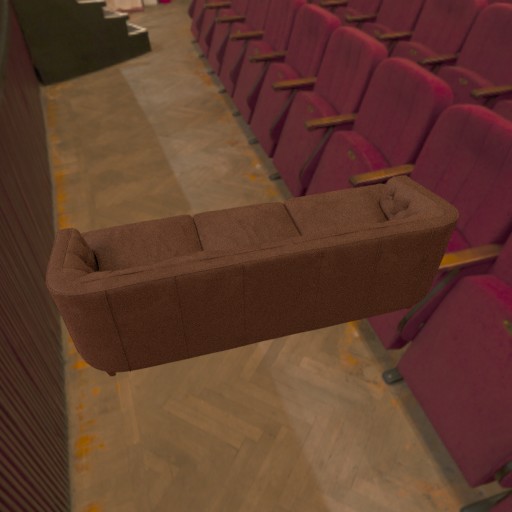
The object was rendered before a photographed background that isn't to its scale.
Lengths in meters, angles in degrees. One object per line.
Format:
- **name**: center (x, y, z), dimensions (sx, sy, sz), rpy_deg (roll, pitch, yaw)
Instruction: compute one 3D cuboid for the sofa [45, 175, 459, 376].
- **sofa**: center (0.000, 0.000, 2.721), dimensions (2.227, 0.787, 0.927), rpy_deg (-11, 43, -12)
